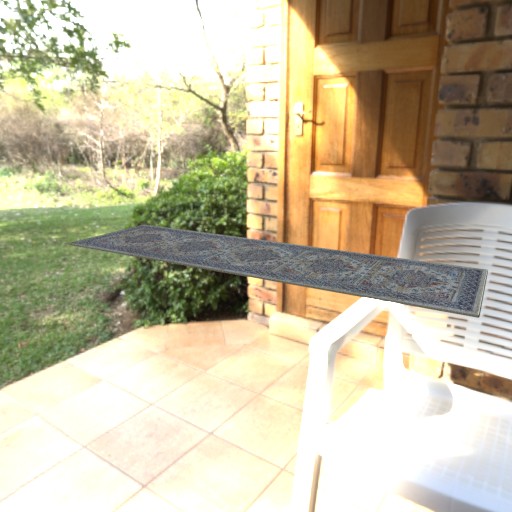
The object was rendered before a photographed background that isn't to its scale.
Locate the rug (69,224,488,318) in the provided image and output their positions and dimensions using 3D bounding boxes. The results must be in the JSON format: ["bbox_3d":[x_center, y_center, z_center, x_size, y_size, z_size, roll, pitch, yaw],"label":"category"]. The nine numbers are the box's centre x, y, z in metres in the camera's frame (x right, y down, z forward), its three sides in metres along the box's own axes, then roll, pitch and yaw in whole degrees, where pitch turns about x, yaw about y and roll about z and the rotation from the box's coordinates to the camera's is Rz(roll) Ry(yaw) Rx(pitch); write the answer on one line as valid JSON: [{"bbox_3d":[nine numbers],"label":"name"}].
[{"bbox_3d":[0.000,0.000,2.485,2.297,0.013,0.661,9,18,28],"label":"rug"}]
